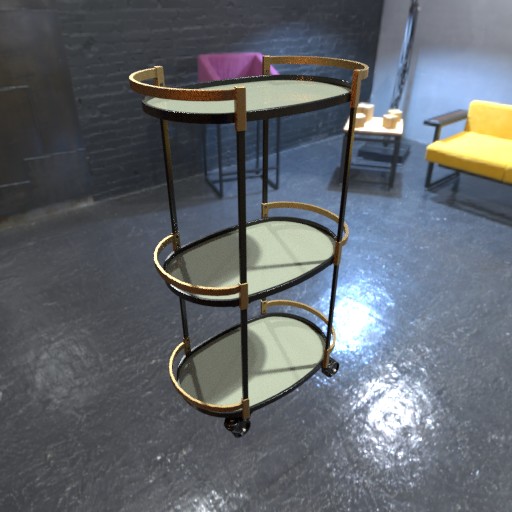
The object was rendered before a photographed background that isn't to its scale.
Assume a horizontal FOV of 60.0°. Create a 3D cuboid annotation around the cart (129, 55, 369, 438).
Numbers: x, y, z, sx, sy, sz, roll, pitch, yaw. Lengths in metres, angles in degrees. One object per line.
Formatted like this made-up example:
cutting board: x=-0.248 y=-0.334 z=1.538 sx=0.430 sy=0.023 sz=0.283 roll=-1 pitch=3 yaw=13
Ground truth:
cart: x=0.000 y=0.000 z=1.124 sx=0.515 sy=0.885 sz=0.311 roll=-22 pitch=37 yaw=-32
